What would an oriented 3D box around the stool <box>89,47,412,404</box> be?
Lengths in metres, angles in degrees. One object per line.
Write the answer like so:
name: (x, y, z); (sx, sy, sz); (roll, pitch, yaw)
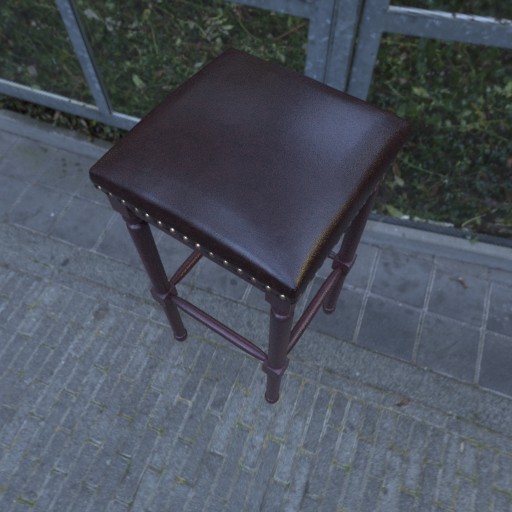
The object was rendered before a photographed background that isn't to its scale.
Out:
stool: (0.000, 0.000, 0.993); (0.382, 0.768, 0.383); (30, 63, 17)
